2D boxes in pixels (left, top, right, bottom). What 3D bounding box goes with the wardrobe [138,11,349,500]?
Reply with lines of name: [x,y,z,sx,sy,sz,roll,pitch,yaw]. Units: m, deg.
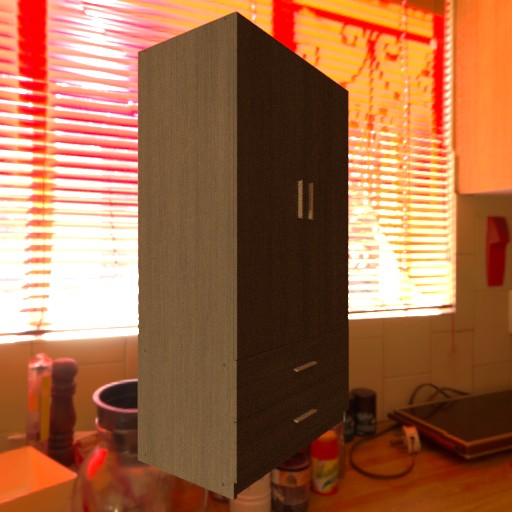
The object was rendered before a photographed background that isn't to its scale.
wardrobe: [0.000,0.000,2.192,0.577,1.808,0.991,0,0,36]
